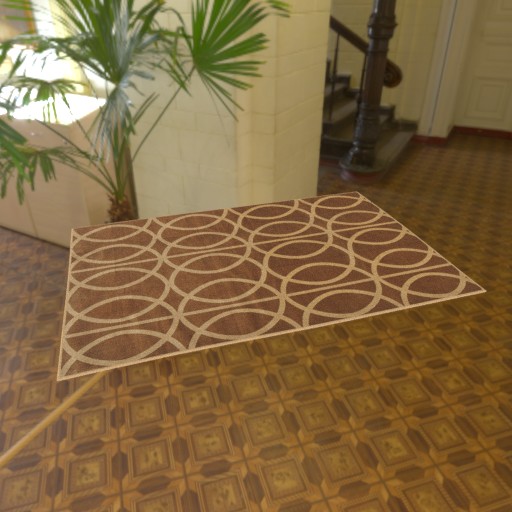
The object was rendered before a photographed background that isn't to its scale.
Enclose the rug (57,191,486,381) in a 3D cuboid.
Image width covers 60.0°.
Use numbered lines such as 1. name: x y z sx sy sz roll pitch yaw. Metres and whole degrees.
1. rug: 0.000 0.000 2.849 2.294 0.014 1.528 -9 32 -15
